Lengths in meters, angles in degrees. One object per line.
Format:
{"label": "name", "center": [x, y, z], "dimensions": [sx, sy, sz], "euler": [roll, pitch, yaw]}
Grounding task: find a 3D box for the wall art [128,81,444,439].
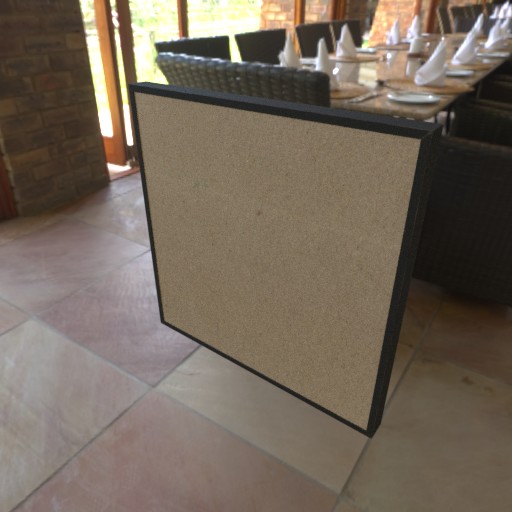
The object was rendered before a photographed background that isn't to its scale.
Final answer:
{"label": "wall art", "center": [0.000, 0.000, 0.753], "dimensions": [0.508, 0.508, 0.038], "euler": [21, 36, 31]}
